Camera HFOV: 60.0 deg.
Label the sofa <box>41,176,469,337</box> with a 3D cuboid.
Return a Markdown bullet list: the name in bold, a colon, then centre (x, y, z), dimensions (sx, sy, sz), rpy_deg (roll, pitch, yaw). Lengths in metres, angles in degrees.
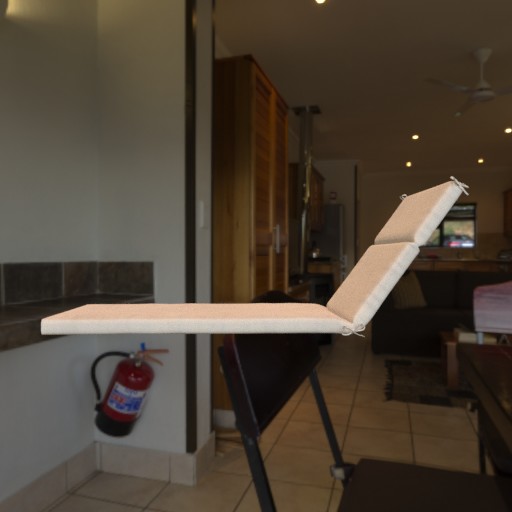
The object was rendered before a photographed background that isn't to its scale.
- **sofa**: centre (0.000, 0.000, 1.961), dimensions (1.663, 0.622, 0.582), rpy_deg (0, 0, -2)
